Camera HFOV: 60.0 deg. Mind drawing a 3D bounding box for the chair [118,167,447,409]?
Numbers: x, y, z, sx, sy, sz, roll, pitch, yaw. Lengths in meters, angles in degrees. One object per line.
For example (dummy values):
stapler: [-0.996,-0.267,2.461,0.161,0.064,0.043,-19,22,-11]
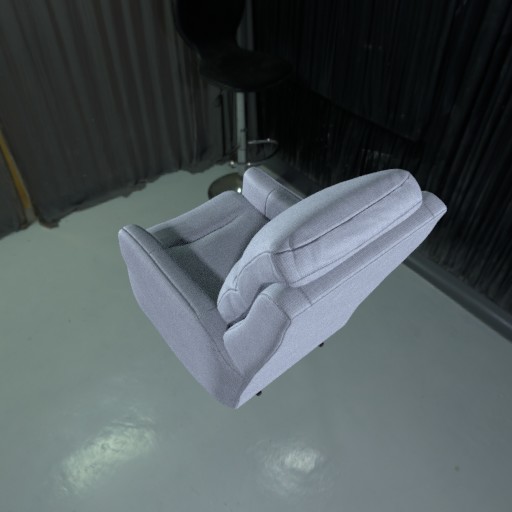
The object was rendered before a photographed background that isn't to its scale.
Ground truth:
chair: [0.000,0.000,1.800,0.829,1.030,1.080,-30,52,-27]
